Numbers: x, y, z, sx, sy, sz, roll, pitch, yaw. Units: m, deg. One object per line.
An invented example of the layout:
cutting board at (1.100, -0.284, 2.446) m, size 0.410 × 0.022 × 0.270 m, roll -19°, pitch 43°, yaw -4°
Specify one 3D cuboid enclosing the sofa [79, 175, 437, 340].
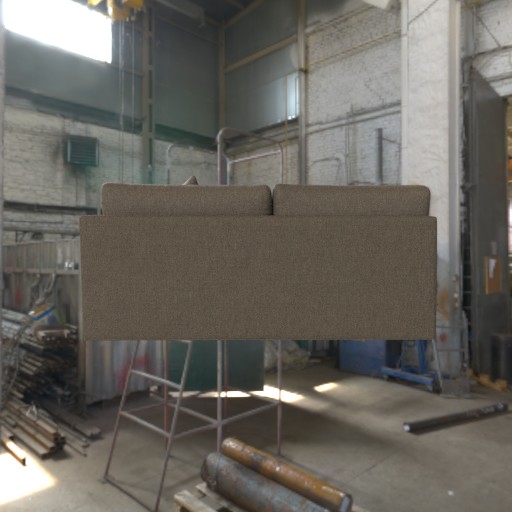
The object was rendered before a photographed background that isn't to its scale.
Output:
sofa at (0.000, 0.000, 3.876) m, size 1.994 × 0.978 × 2.896 m, roll 0°, pitch -1°, yaw -1°
